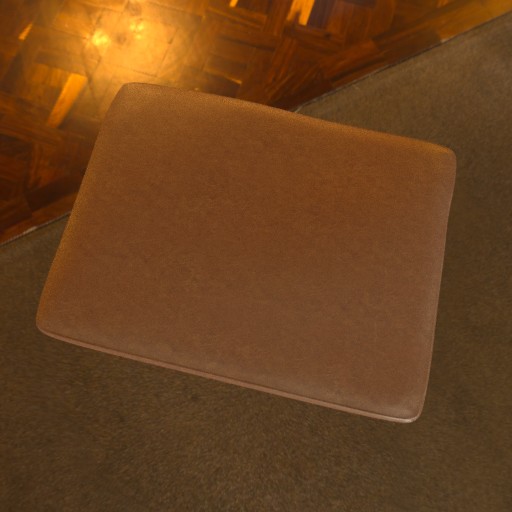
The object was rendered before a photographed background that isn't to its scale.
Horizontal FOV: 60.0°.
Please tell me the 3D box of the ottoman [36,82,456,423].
[{"bbox_3d":[0.000,0.000,1.177,0.851,0.485,0.650,13,76,3],"label":"ottoman"}]
